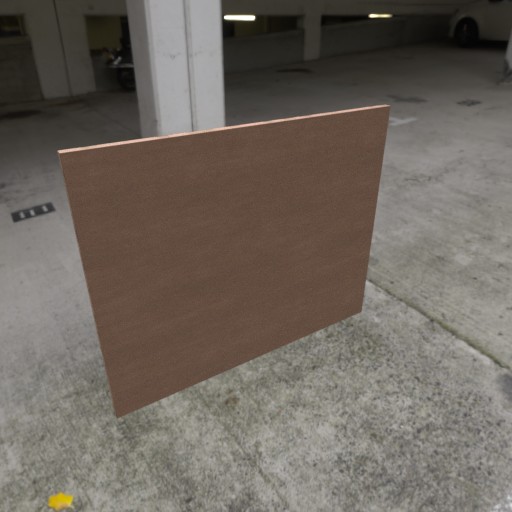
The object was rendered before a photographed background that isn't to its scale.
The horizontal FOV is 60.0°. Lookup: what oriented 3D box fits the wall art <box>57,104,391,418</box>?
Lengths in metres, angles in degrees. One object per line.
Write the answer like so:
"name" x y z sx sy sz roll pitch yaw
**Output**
"wall art" 0.000 0.000 0.698 0.508 0.408 0.012 -17 33 -28
